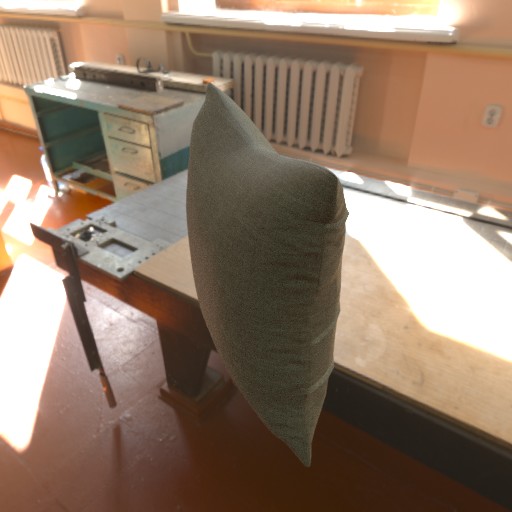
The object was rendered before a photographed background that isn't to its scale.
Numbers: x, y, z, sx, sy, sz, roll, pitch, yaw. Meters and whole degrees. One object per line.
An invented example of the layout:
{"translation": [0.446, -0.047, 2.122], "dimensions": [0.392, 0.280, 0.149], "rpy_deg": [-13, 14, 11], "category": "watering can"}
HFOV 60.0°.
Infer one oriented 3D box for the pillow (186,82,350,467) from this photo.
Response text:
{"translation": [0.000, 0.000, 0.633], "dimensions": [0.169, 0.400, 0.424], "rpy_deg": [-11, 34, -17], "category": "pillow"}
